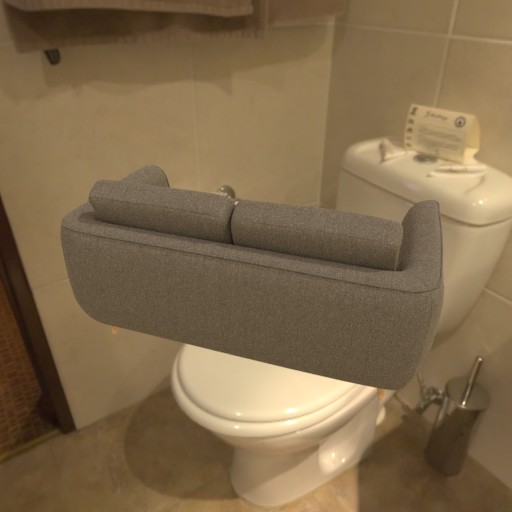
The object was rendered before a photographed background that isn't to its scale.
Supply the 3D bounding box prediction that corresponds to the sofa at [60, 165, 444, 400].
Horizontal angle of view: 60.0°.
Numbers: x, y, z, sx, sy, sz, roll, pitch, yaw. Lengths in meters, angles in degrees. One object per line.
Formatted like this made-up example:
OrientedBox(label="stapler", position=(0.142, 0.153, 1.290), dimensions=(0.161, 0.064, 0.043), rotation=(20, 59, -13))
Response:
OrientedBox(label="sofa", position=(0.000, 0.000, 2.205), dimensions=(1.700, 0.870, 0.920), rotation=(10, 33, 16))
